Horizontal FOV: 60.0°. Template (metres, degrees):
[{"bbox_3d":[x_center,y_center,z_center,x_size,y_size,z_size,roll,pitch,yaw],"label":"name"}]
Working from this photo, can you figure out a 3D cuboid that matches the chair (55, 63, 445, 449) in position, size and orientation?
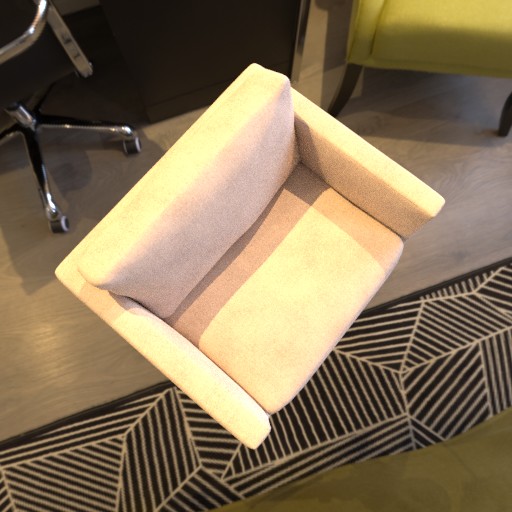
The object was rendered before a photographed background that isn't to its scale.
[{"bbox_3d":[0.000,0.000,1.841,0.959,0.961,1.133,39,79,9],"label":"chair"}]
